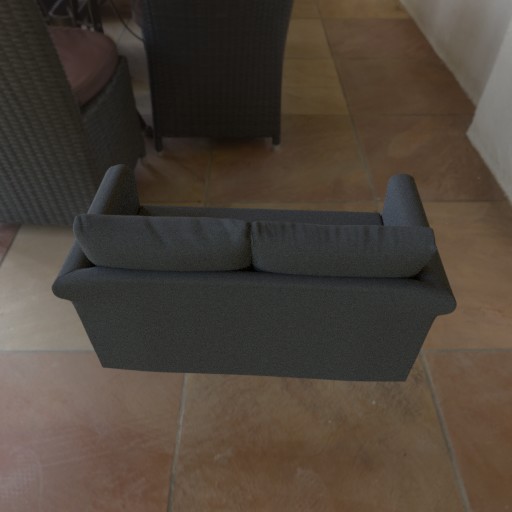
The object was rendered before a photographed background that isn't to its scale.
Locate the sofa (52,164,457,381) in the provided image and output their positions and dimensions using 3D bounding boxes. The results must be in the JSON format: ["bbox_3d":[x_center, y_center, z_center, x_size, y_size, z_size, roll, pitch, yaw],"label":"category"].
[{"bbox_3d":[0.000,0.000,1.967,1.460,0.872,0.741,2,46,2],"label":"sofa"}]
